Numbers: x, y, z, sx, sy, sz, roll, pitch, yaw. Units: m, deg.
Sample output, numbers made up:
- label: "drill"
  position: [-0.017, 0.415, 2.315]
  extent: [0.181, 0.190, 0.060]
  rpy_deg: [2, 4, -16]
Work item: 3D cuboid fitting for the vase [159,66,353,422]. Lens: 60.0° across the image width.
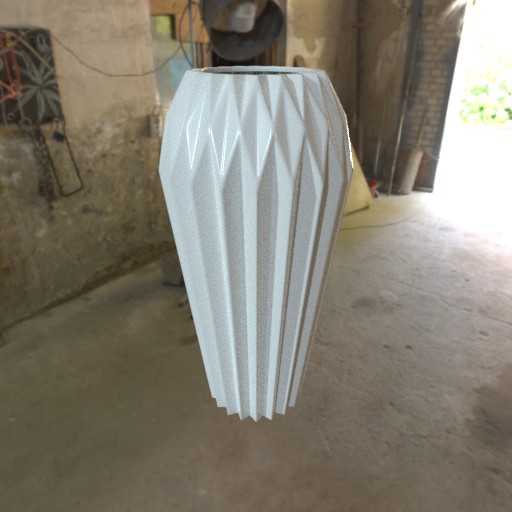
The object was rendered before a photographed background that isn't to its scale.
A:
- label: "vase"
  position: [0.000, 0.000, 0.339]
  extent: [0.133, 0.263, 0.133]
  rpy_deg: [0, 27, 0]
